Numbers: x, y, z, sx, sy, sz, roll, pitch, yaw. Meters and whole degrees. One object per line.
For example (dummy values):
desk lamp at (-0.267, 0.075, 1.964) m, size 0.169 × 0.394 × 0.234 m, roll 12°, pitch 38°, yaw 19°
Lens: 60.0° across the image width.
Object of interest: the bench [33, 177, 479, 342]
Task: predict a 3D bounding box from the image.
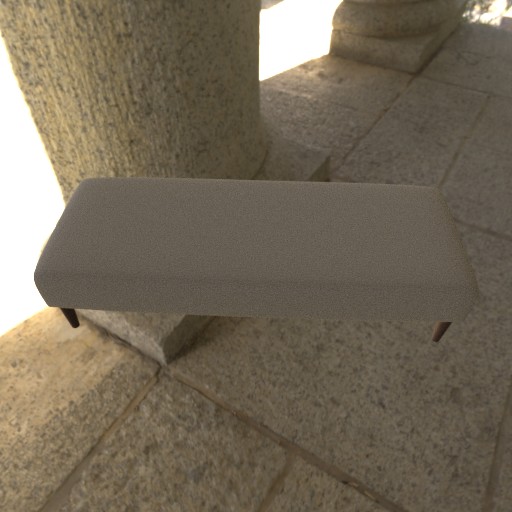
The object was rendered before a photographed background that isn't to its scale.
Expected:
bench at (0.000, 0.000, 1.896) m, size 1.609 × 0.393 × 0.646 m, roll 2°, pitch 46°, yaw 2°
